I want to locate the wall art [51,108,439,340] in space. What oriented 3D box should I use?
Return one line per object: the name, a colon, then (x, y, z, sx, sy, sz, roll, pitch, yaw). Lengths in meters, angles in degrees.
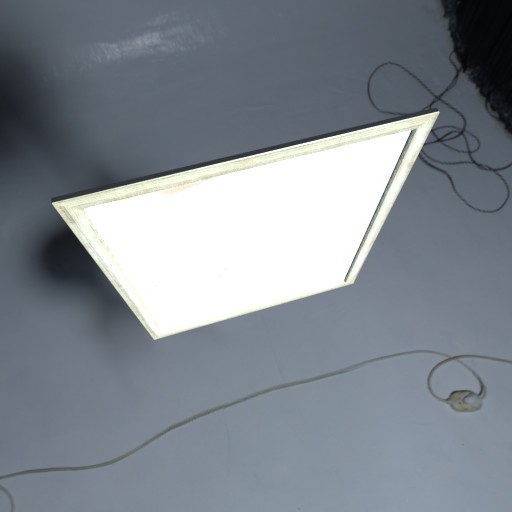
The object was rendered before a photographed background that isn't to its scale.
wall art: (0.000, 0.000, 0.782, 0.483, 0.559, 0.009, -15, 65, -7)
